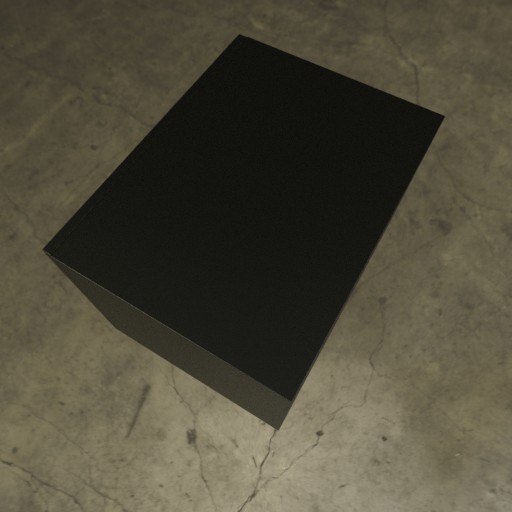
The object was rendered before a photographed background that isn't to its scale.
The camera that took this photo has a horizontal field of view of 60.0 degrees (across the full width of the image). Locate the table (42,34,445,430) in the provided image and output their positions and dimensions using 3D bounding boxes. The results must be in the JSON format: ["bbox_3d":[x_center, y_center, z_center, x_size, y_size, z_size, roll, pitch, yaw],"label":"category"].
[{"bbox_3d":[0.000,0.000,0.984,0.441,0.584,0.564,28,67,13],"label":"table"}]
